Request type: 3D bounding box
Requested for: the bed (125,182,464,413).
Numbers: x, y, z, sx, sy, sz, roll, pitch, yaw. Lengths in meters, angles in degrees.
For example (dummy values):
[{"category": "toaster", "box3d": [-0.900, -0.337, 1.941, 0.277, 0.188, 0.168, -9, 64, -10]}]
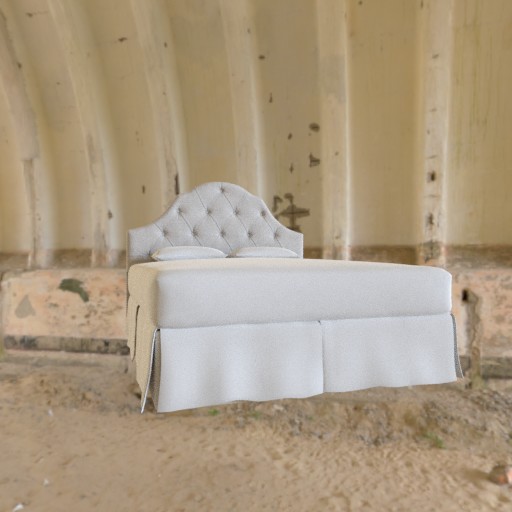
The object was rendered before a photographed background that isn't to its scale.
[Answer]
[{"category": "bed", "box3d": [0.000, 0.000, 3.677, 2.039, 1.617, 2.477, 0, 0, -19]}]
